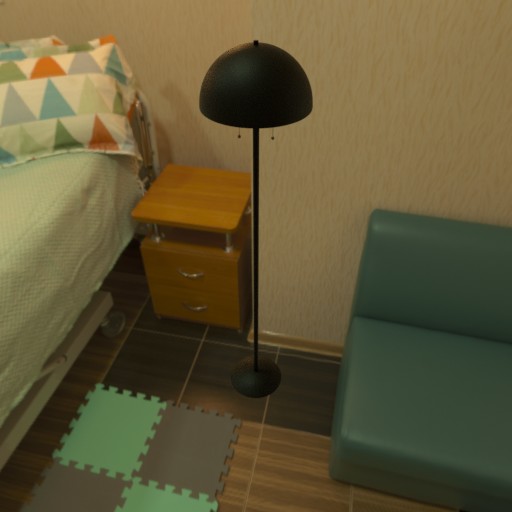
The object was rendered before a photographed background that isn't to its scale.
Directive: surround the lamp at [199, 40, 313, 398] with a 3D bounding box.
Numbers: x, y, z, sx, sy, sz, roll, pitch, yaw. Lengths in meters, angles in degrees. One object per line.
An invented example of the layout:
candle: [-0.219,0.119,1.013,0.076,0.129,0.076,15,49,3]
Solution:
lamp: [0.000,0.000,1.646,0.328,1.480,0.328,-11,41,-13]
